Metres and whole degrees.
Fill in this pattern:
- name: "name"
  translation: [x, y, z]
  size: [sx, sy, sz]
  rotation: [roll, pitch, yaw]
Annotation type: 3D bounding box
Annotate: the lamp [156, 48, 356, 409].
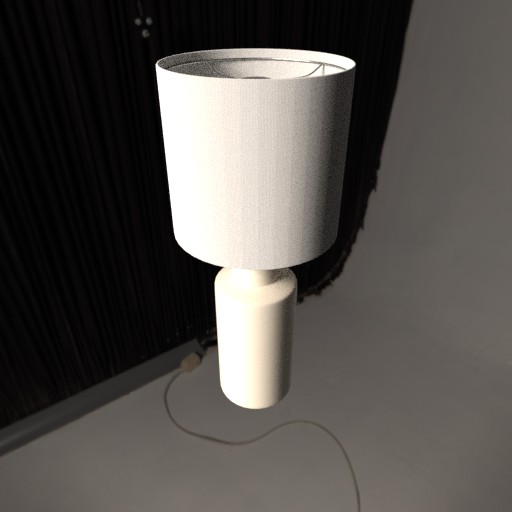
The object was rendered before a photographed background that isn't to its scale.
- name: "lamp"
  translation: [0.000, 0.000, 0.606]
  size: [0.212, 0.493, 0.212]
  rotation: [-22, 38, -31]
